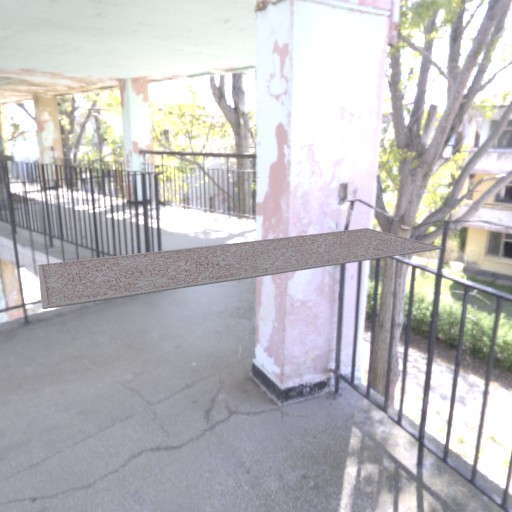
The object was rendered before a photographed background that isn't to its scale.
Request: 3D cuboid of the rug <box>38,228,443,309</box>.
[{"bbox_3d":[0.000,0.000,2.768,2.448,0.012,0.769,-7,16,-26],"label":"rug"}]
